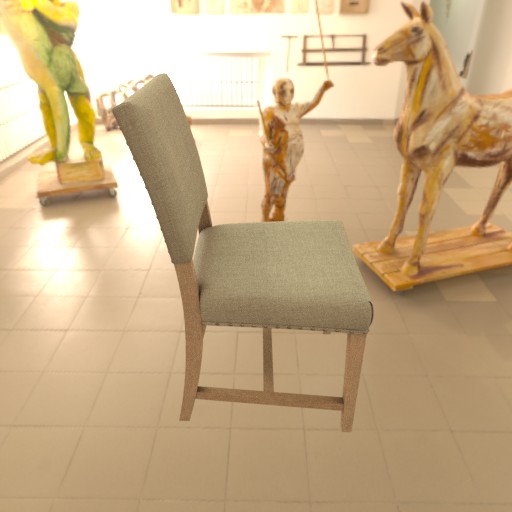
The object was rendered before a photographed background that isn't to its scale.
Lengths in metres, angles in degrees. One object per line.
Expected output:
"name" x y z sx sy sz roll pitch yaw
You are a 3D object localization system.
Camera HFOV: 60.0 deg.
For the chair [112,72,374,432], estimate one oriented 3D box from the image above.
"chair" 0.000 0.000 1.353 0.622 0.986 0.508 0 30 0
